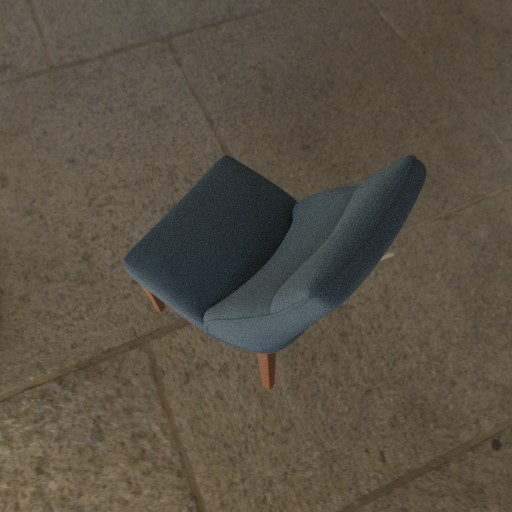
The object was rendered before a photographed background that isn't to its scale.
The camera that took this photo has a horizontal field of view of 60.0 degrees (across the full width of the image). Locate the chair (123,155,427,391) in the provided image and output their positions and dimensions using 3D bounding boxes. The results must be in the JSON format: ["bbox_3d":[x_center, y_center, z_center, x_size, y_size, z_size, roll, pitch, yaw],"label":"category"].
[{"bbox_3d":[0.000,0.000,1.277,0.620,0.930,0.500,34,68,15],"label":"chair"}]
